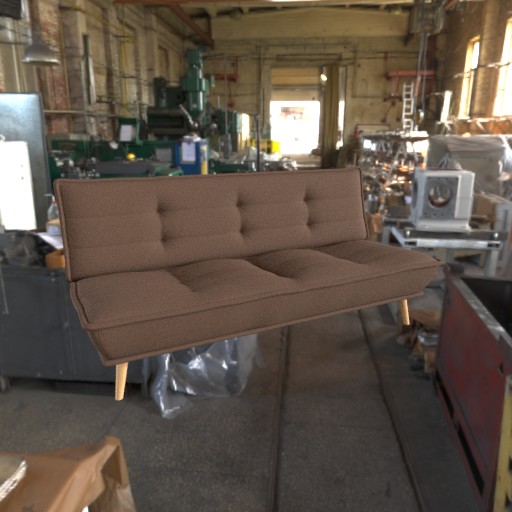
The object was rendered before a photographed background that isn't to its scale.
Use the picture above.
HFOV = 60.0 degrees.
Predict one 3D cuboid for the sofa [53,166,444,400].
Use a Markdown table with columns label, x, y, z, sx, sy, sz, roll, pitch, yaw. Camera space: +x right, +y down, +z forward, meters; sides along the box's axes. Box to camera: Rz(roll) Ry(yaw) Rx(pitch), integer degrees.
| label | x | y | z | sx | sy | sz | roll | pitch | yaw |
| --- | --- | --- | --- | --- | --- | --- | --- | --- | --- |
| sofa | 0.000 | 0.000 | 2.466 | 1.940 | 0.890 | 0.950 | -8 | 17 | -27 |
